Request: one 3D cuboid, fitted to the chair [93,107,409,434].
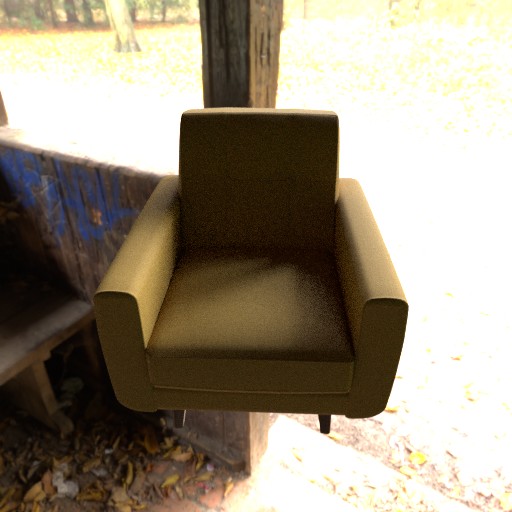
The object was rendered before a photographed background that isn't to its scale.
[{"bbox_3d":[0.000,0.000,1.556,0.831,0.841,0.909,1,31,2],"label":"chair"}]
